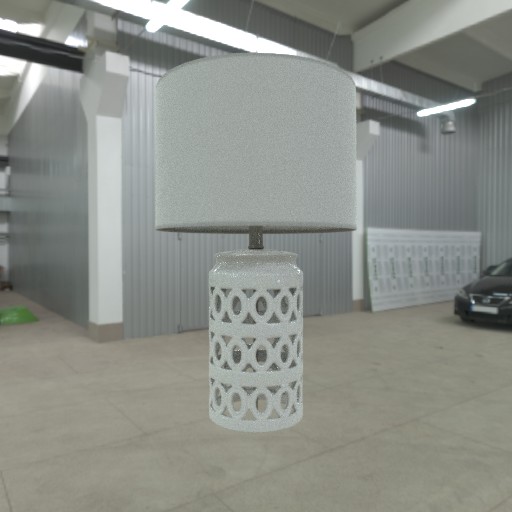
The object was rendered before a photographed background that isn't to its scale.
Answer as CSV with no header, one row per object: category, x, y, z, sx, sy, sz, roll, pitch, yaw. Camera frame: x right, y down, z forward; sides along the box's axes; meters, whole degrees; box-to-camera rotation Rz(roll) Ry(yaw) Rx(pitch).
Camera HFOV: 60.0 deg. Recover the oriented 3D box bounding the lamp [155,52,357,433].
lamp,0.000,0.000,0.698,0.310,0.502,0.310,0,1,0
